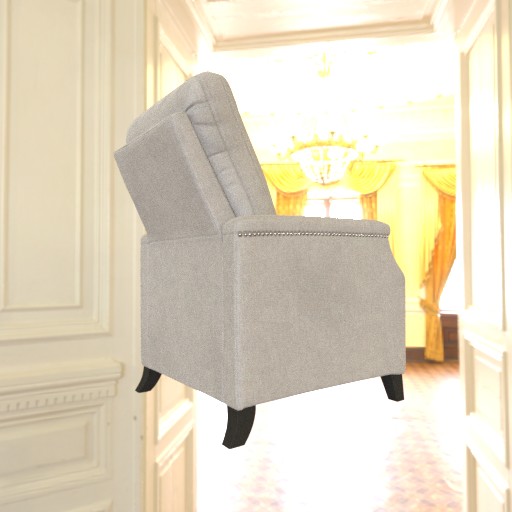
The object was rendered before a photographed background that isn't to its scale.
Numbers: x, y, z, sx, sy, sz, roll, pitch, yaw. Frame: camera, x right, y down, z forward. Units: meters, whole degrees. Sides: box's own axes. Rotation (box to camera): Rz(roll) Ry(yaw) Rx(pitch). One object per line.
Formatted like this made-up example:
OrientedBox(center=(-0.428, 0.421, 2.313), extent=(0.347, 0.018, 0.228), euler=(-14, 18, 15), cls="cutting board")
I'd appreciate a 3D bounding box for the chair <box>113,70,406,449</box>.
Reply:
OrientedBox(center=(0.000, 0.000, 1.654), extent=(0.922, 1.049, 0.710), euler=(1, -2, -36), cls="chair")
